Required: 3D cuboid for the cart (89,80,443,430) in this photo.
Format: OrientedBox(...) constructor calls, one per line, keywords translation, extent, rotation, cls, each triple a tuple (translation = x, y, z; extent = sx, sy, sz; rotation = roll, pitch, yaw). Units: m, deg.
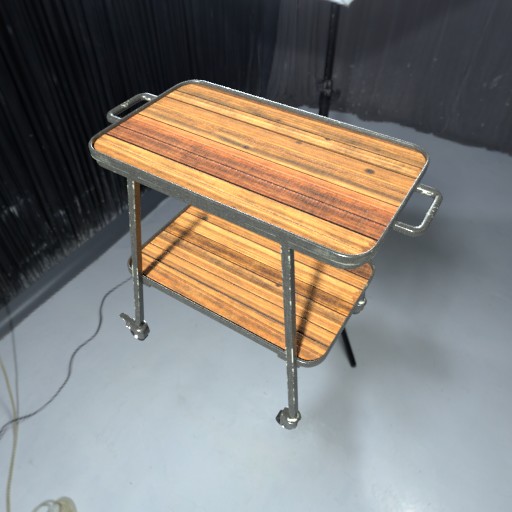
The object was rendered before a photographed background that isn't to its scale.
OrientedBox(translation=(0.000, 0.000, 1.241), extent=(0.806, 0.700, 0.515), rotation=(24, 51, 21), cls="cart")
